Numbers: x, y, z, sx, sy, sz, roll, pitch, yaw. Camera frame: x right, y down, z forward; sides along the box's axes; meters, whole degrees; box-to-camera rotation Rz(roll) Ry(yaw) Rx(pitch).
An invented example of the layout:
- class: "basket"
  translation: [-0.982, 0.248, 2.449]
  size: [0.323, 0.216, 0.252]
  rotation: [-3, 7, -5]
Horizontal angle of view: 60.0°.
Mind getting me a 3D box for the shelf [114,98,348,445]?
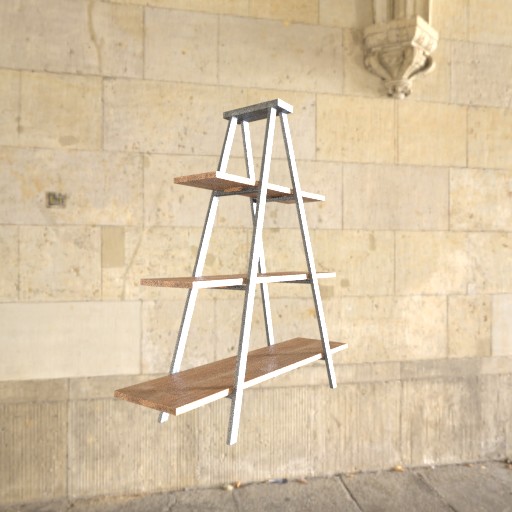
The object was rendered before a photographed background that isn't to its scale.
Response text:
- class: "shelf"
  translation: [0.000, 0.000, 2.713]
  size: [0.508, 1.808, 1.746]
  rotation: [0, 0, 36]
